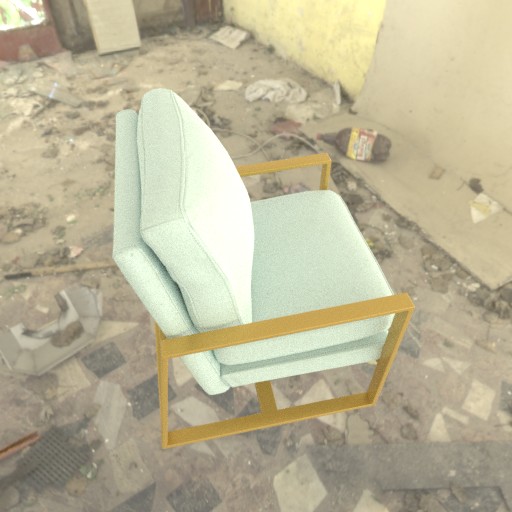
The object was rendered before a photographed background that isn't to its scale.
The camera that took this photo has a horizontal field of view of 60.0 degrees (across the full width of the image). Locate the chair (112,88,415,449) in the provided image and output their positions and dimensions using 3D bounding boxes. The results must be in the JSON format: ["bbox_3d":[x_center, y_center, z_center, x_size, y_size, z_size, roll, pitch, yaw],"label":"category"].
[{"bbox_3d":[0.000,0.000,1.476,0.813,0.956,0.758,-8,47,-8],"label":"chair"}]
